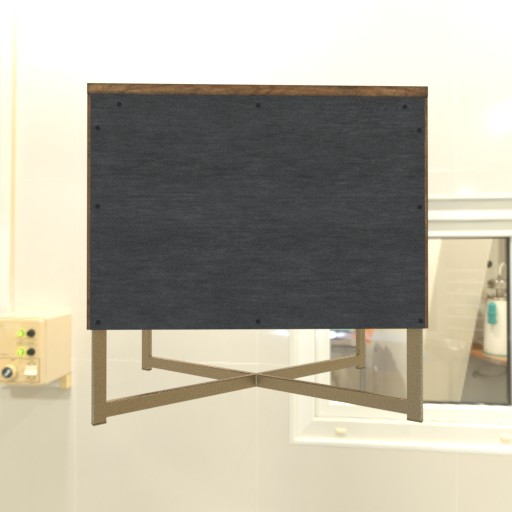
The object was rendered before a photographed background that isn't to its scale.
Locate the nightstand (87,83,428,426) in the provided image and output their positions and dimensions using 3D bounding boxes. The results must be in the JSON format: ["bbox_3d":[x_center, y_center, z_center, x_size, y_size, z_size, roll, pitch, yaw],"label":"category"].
[{"bbox_3d":[0.000,0.000,1.011,0.610,0.610,0.446,0,0,-1],"label":"nightstand"}]
